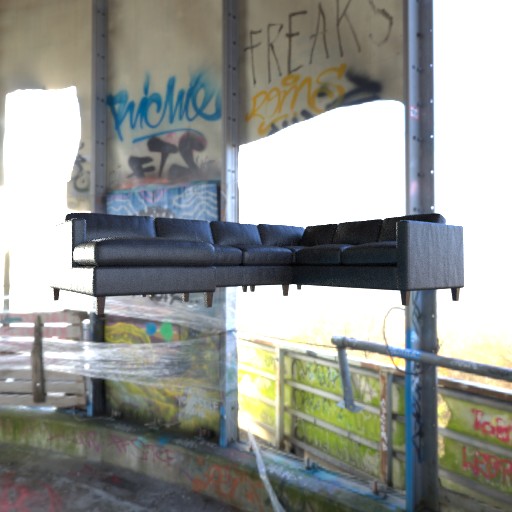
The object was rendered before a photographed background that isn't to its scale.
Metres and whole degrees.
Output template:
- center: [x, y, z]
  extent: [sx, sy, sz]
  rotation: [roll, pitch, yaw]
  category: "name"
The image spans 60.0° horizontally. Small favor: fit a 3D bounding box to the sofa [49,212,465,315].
- center: [0.000, 0.000, 4.393]
  extent: [3.324, 0.891, 2.452]
  rotation: [1, -1, -36]
  category: "sofa"
